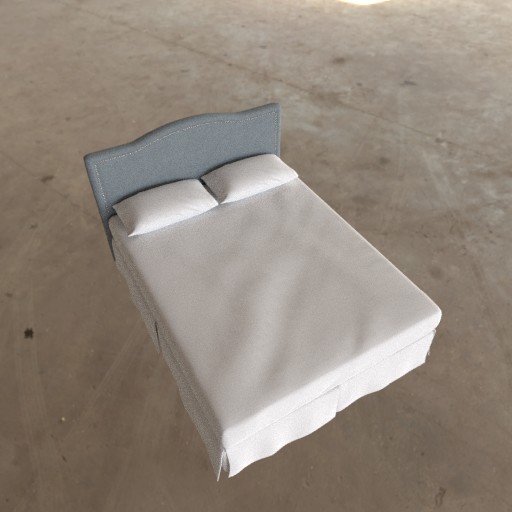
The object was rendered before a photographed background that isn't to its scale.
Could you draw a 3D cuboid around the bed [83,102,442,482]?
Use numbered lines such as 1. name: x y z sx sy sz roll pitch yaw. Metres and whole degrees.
1. bed: 0.000 0.000 3.948 2.161 1.457 2.689 -22 50 -21
